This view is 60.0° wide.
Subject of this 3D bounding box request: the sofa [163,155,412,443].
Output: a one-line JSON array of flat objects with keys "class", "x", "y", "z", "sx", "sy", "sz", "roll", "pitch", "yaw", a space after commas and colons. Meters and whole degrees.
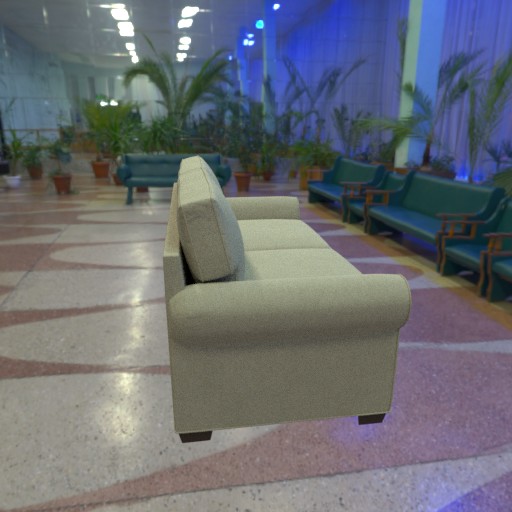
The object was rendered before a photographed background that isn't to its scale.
[{"class": "sofa", "x": 0.000, "y": 0.000, "z": 2.326, "sx": 0.861, "sy": 0.933, "sz": 1.774, "roll": -3, "pitch": 18, "yaw": -8}]
